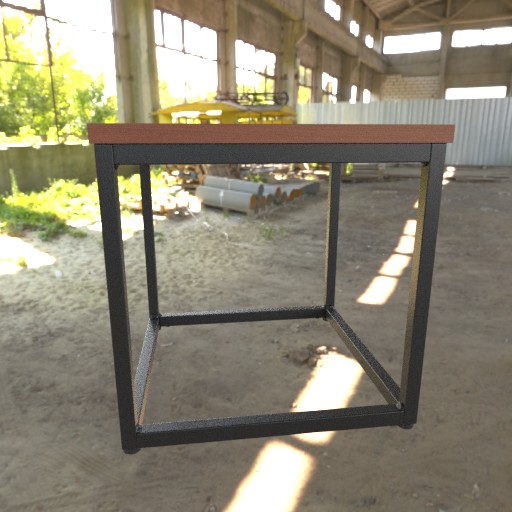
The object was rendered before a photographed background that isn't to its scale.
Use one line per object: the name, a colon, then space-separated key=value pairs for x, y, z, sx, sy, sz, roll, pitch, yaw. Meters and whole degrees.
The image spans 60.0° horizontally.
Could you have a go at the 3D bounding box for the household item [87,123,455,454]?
household item: x=0.000 y=0.000 z=0.718 sx=0.400 sy=0.400 sz=0.400 roll=-2 pitch=15 yaw=-7
